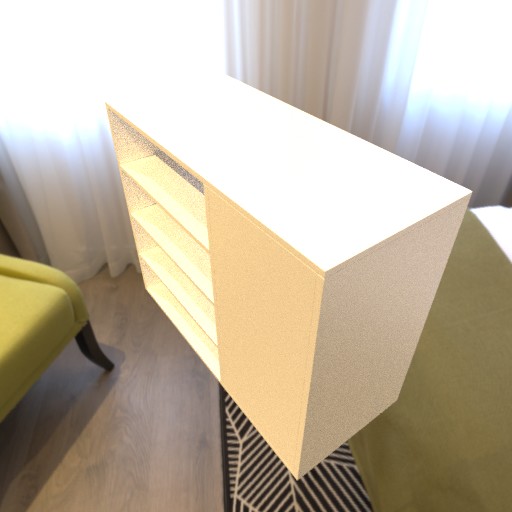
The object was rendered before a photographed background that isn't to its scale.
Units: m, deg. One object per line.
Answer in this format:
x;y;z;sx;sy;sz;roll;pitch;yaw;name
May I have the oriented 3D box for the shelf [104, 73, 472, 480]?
0.000;0.000;1.290;0.396;0.732;0.895;-25;46;-27;shelf
